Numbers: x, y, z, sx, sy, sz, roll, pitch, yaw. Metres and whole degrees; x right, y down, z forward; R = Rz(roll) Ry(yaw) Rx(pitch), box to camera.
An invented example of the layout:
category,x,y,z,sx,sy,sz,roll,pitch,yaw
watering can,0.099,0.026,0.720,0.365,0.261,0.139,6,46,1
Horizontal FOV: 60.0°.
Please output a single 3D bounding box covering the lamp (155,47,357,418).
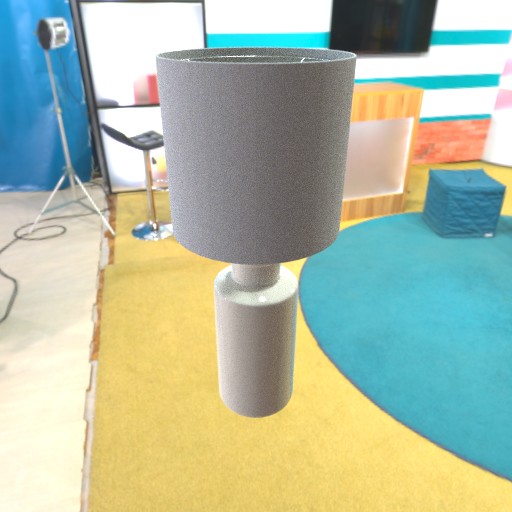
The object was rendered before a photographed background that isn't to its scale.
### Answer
category,x,y,z,sx,sy,sz,roll,pitch,yaw
lamp,0.000,0.000,0.592,0.212,0.493,0.212,19,34,31
